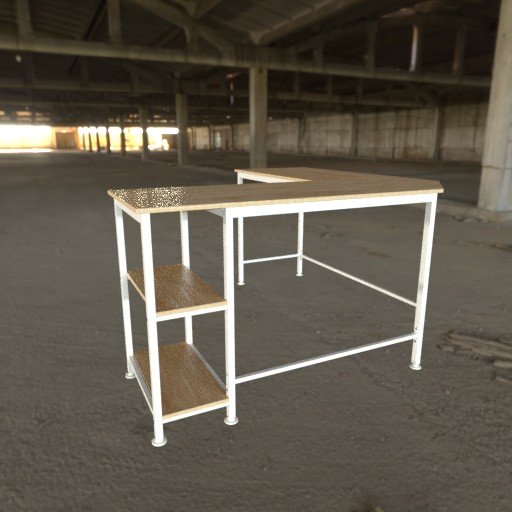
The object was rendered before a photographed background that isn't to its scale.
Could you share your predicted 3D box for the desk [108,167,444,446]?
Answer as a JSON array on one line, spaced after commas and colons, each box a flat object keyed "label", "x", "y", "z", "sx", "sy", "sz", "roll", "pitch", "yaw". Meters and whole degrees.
[{"label": "desk", "x": 0.000, "y": 0.000, "z": 2.154, "sx": 1.379, "sy": 0.739, "sz": 1.379, "roll": -7, "pitch": 16, "yaw": -25}]
